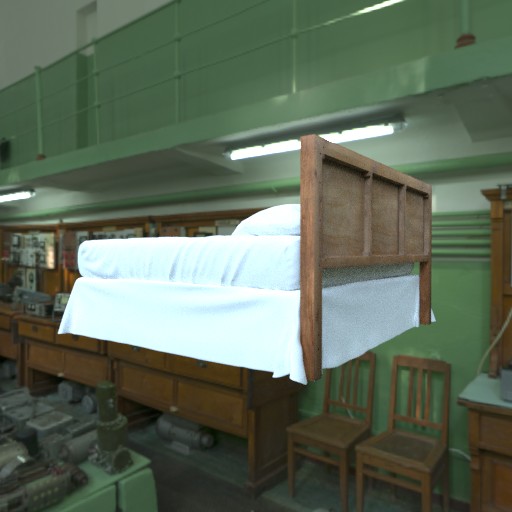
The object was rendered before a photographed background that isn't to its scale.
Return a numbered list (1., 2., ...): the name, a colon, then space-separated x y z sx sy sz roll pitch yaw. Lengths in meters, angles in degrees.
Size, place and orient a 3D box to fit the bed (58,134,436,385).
1. bed: 0.000 0.000 3.482 2.165 1.158 2.255 1 1 36
